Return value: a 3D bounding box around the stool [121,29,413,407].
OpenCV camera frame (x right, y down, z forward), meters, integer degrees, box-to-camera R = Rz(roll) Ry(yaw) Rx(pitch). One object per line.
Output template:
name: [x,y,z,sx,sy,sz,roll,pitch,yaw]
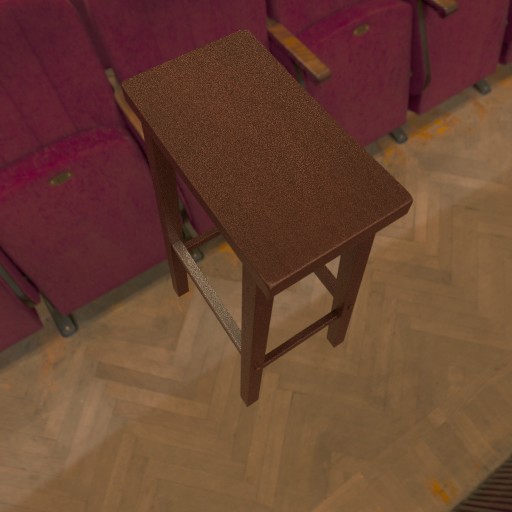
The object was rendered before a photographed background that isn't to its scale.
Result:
stool: [0.000,0.000,0.952,0.322,0.742,0.406,-30,67,-14]
